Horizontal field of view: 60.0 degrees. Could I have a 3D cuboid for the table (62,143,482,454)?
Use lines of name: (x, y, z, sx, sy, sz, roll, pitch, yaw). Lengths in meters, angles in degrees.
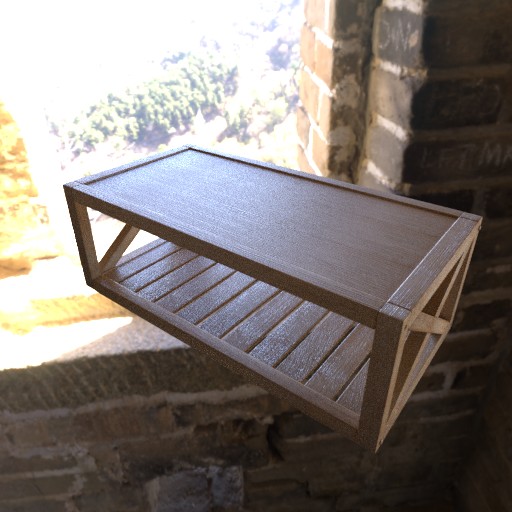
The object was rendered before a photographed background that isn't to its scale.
table: (0.000, 0.000, 1.639, 1.321, 0.457, 0.660, 21, 37, 32)
